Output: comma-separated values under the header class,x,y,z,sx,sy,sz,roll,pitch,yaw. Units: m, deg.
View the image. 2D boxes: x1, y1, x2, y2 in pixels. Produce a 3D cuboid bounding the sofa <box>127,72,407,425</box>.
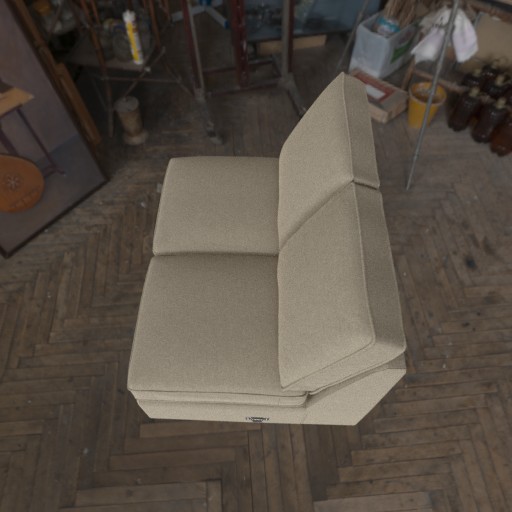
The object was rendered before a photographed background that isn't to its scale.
class,x,y,z,sx,sy,sz,roll,pitch,yaw
sofa,0.000,0.000,1.941,0.951,1.008,1.237,2,58,1
